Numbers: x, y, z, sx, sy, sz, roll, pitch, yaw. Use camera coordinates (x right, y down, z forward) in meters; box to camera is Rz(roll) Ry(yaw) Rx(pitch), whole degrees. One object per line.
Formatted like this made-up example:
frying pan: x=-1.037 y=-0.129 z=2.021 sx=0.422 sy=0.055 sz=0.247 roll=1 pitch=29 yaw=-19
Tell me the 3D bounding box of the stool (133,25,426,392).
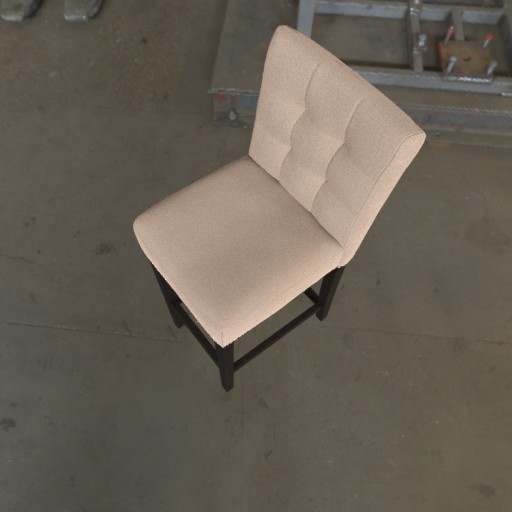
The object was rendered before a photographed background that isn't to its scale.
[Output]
stool: x=0.000 y=0.000 z=1.288 sx=0.548 sy=1.047 sz=0.411 roll=-36 pitch=69 yaw=-16
